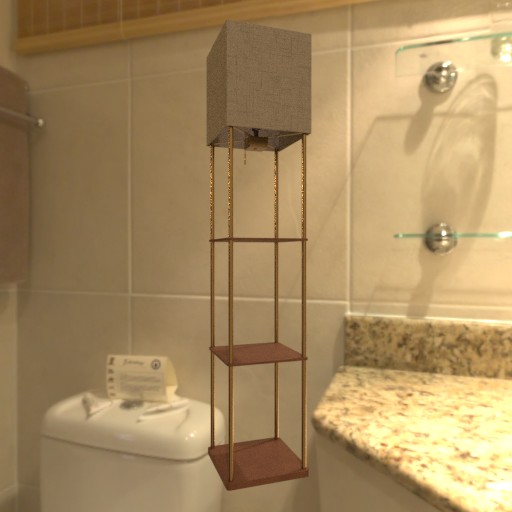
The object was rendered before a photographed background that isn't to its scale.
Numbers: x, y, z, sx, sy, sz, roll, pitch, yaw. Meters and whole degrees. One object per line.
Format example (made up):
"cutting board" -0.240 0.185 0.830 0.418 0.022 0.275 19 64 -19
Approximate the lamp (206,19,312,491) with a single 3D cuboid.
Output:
"lamp" 0.000 0.000 1.667 0.310 1.569 0.308 0 0 -19
